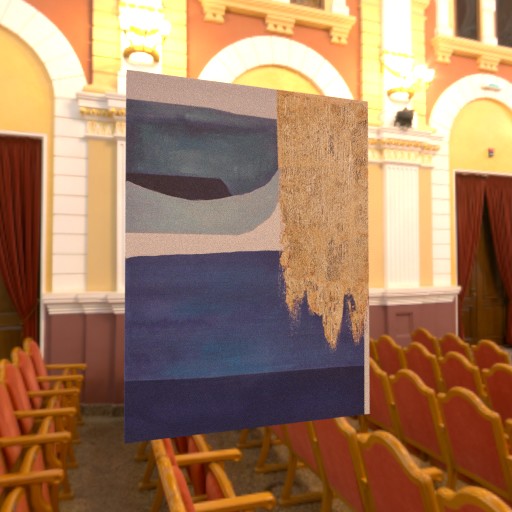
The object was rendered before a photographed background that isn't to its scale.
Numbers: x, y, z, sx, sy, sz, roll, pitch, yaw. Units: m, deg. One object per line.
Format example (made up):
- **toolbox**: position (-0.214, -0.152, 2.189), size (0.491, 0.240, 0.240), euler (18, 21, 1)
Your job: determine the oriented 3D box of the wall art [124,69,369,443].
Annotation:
- **wall art**: position (0.000, 0.000, 0.810), size (0.458, 0.613, 0.026), euler (0, -1, -18)
